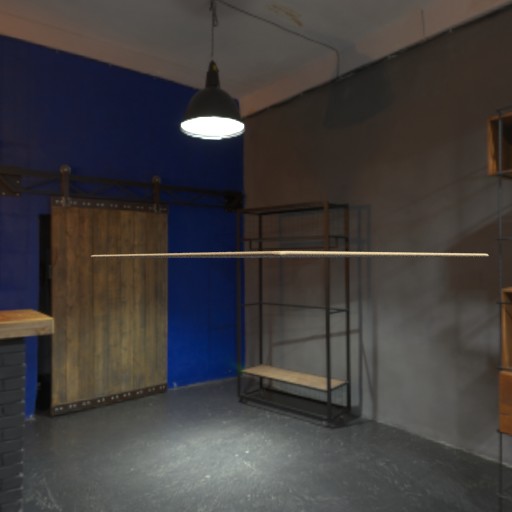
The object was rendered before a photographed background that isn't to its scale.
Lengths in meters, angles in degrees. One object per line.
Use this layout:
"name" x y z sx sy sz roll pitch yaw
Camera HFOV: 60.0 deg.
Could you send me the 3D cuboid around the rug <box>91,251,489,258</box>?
"rug" 0.000 0.000 2.099 1.062 0.013 1.667 0 0 -36
